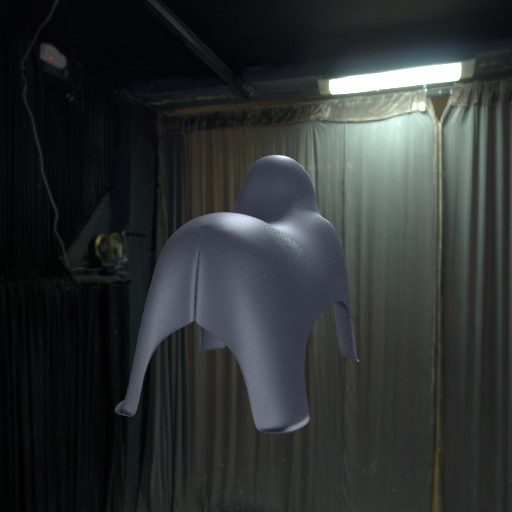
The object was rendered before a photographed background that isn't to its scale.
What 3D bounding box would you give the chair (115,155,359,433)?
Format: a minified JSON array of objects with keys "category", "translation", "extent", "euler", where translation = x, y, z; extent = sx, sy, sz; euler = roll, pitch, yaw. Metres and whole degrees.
[{"category":"chair","translation":[0.000,0.000,1.140],"extent":[0.490,0.600,0.758],"euler":[0,0,17]}]
